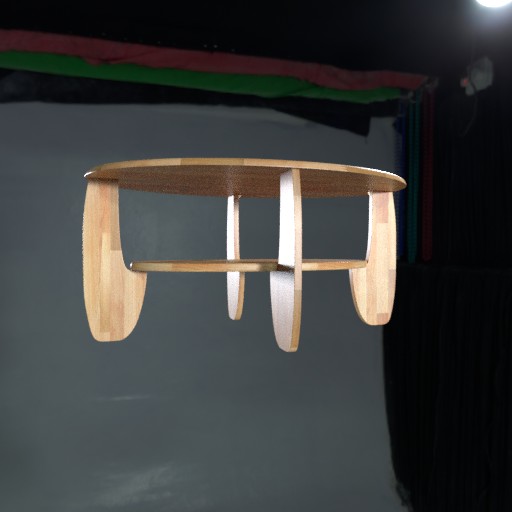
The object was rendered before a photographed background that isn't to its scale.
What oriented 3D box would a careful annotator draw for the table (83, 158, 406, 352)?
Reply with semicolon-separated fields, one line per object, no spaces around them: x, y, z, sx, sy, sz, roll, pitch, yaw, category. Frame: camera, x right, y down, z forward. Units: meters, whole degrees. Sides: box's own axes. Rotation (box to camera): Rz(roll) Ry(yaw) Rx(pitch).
0.000;0.000;1.429;1.040;0.490;0.690;0;1;-18;table
